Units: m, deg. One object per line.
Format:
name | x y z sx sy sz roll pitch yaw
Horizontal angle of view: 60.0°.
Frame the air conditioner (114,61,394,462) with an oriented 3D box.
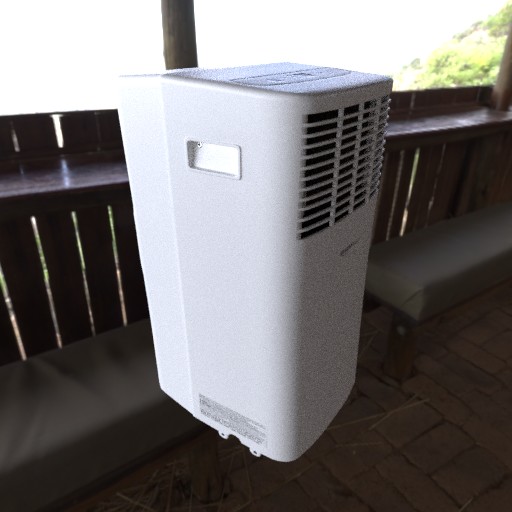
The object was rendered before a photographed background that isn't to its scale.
air conditioner | 0.000 0.000 0.773 0.349 0.606 0.304 18 32 31
